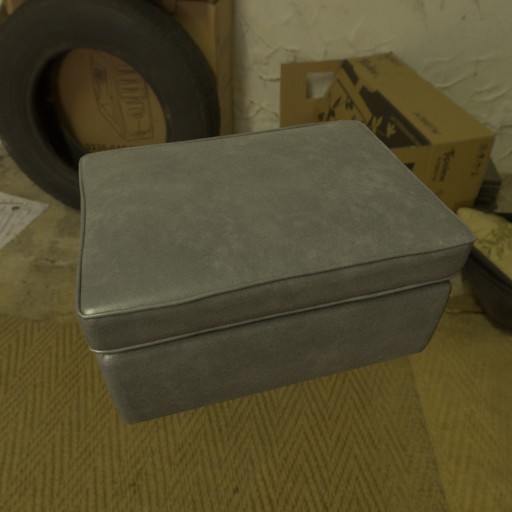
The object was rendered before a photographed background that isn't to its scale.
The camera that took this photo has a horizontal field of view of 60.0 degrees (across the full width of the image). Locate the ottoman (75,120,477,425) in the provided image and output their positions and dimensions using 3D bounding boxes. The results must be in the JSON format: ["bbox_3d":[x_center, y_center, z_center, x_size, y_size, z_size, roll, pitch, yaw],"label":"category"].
[{"bbox_3d":[0.000,0.000,1.089,0.756,0.445,0.554,-11,43,-11],"label":"ottoman"}]
